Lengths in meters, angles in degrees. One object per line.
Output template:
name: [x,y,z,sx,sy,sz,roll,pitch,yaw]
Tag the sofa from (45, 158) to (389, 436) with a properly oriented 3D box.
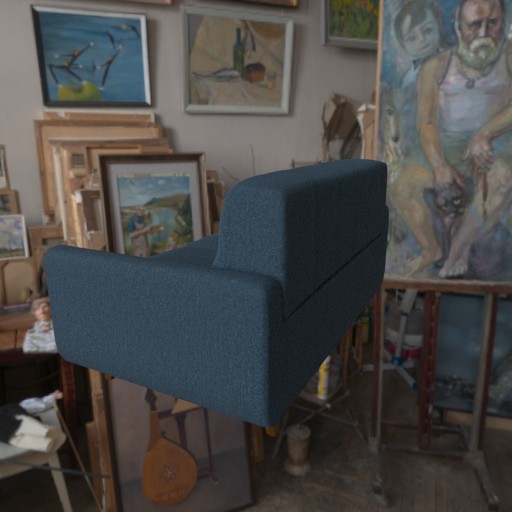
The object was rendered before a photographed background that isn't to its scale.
sofa: [0.000,0.000,2.167,0.942,0.896,1.651,8,18,27]
